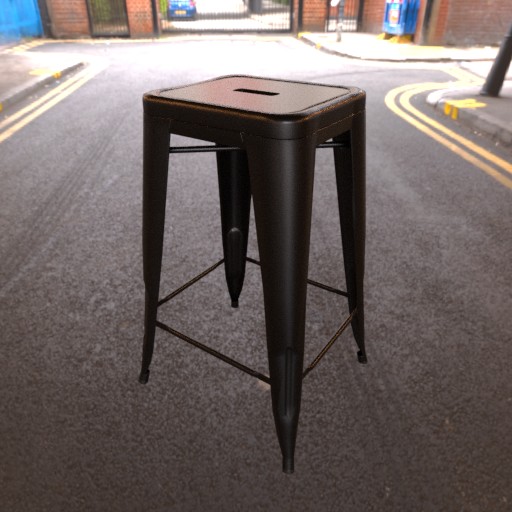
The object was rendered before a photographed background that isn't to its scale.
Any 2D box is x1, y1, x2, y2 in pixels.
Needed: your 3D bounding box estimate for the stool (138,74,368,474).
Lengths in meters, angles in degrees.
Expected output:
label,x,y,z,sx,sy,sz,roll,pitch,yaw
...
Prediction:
label,x,y,z,sx,sy,sz,roll,pitch,yaw
stool,0.000,0.000,0.856,0.399,0.609,0.359,19,36,29
